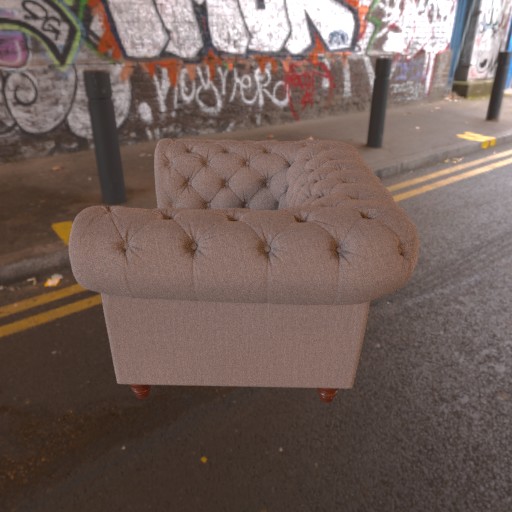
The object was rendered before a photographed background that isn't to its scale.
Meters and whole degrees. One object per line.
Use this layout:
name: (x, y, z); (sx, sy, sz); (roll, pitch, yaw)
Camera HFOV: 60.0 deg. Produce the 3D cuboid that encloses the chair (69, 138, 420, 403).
chair: (0.000, 0.000, 1.837); (0.976, 0.770, 1.270); (1, 26, 1)
